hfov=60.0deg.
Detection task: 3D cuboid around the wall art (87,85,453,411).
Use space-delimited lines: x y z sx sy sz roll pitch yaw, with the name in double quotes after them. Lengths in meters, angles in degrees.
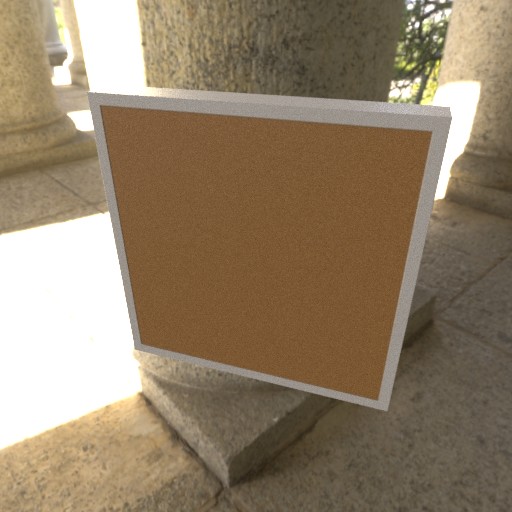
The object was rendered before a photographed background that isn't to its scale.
0.000 0.000 0.447 0.305 0.305 0.038 9 32 15 "wall art"
